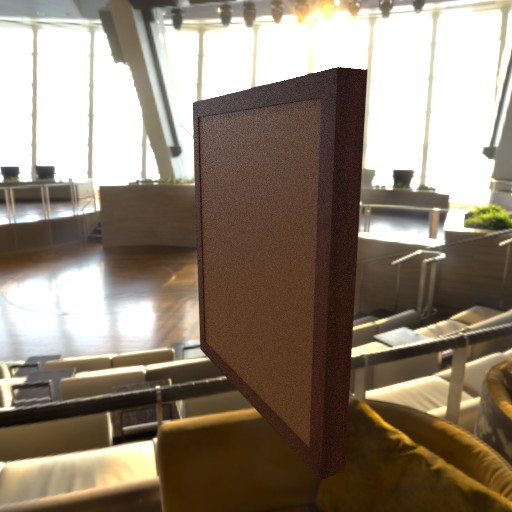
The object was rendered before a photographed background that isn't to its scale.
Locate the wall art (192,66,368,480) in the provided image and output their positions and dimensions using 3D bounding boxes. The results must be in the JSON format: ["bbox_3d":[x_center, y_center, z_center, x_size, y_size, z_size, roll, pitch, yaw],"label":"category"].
[{"bbox_3d":[0.000,0.000,0.540,0.030,0.381,0.330,-7,16,-27],"label":"wall art"}]
